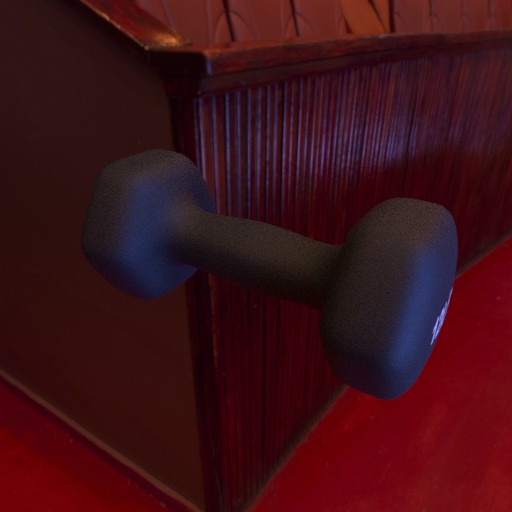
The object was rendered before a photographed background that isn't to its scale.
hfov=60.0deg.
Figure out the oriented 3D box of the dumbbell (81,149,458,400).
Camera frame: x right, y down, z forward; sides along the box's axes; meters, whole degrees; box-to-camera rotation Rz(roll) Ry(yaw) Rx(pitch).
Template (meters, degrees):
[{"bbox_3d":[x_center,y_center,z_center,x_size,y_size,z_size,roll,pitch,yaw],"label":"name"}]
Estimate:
[{"bbox_3d":[0.000,0.000,0.284,0.231,0.101,0.112,17,34,28],"label":"dumbbell"}]
